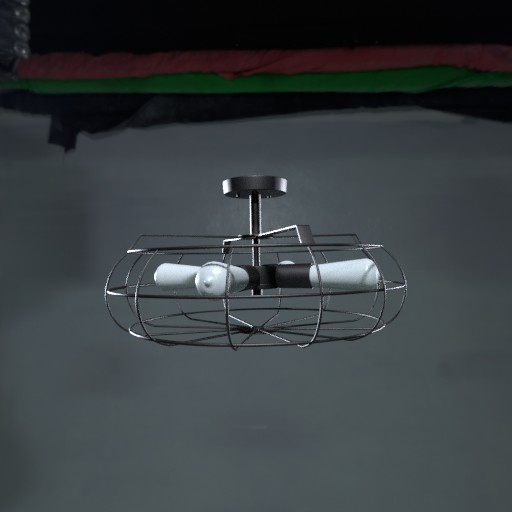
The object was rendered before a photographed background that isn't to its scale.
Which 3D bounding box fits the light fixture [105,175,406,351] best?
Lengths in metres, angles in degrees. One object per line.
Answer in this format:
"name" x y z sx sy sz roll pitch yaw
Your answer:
"light fixture" 0.000 0.000 0.913 0.582 0.311 0.582 0 -1 0
